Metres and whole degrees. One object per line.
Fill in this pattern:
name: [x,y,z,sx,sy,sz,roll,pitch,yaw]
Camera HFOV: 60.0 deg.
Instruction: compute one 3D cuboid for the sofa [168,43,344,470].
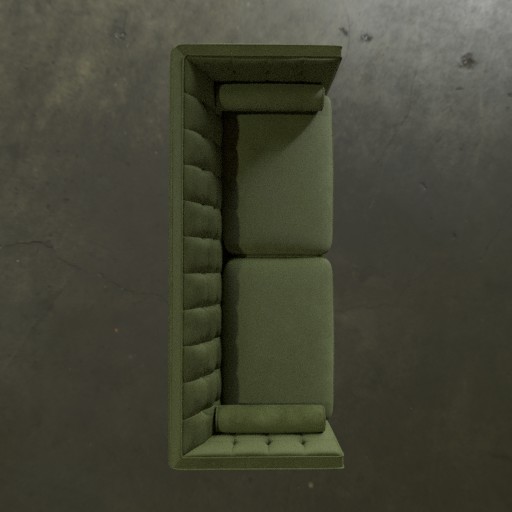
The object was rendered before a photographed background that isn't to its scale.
sofa: [0.000,0.000,2.511,0.867,0.789,2.087,0,89,-1]
